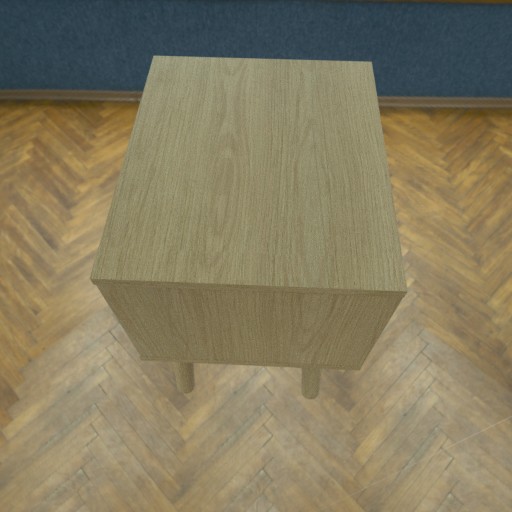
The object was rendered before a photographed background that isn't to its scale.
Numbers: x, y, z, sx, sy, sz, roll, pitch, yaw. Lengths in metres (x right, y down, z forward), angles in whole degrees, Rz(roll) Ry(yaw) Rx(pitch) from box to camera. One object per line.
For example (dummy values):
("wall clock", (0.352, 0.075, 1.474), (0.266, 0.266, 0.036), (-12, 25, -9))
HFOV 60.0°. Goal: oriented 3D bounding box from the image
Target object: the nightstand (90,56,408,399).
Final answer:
("nightstand", (0.000, 0.000, 0.890), (0.380, 0.571, 0.450), (2, 57, 1))
